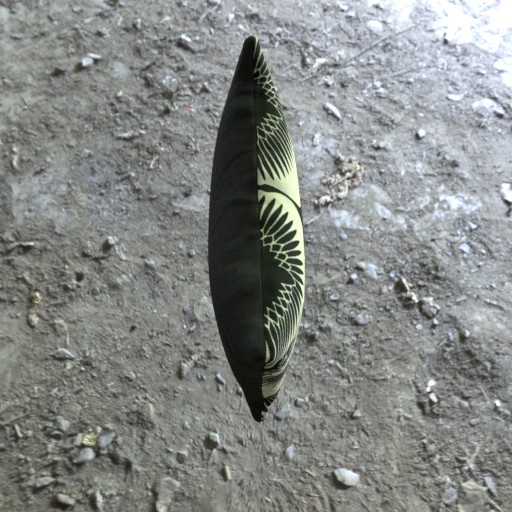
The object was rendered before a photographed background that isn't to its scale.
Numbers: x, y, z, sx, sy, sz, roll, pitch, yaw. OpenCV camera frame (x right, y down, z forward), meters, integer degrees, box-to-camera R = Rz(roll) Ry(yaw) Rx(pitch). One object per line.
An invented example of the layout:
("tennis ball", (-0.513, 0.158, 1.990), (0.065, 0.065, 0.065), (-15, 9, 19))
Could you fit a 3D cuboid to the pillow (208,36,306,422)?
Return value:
("pillow", (0.000, 0.000, 0.674), (0.139, 0.432, 0.432), (-2, 63, -1))
